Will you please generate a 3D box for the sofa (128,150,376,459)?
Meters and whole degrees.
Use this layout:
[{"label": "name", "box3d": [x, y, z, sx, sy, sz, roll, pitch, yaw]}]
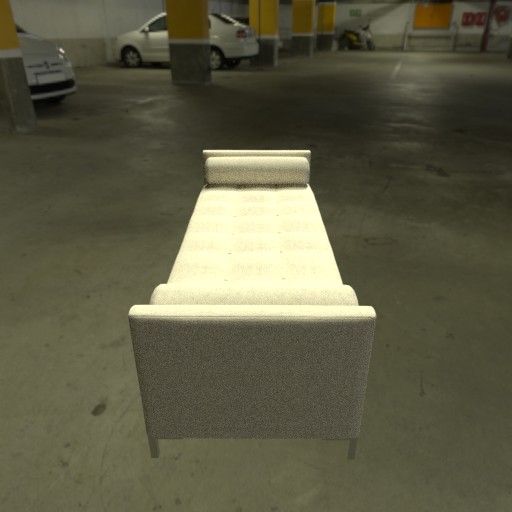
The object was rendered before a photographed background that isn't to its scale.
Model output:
[{"label": "sofa", "box3d": [0.000, 0.000, 2.424, 0.797, 0.655, 2.102, 0, 27, 0]}]
